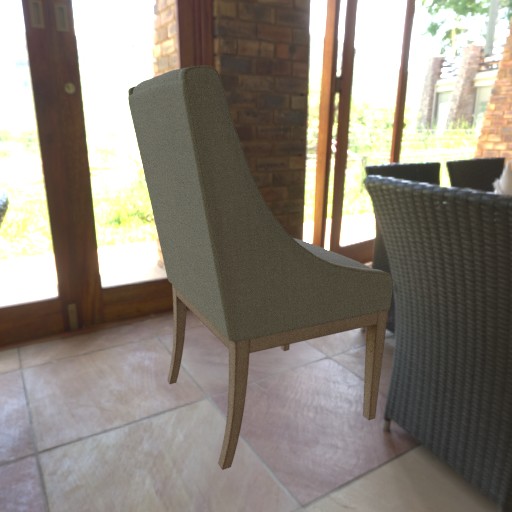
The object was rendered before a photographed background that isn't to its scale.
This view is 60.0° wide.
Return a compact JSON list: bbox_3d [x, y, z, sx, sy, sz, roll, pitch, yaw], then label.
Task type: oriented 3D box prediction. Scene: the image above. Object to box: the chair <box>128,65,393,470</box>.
[{"bbox_3d":[0.000,0.000,1.385,0.611,1.021,0.575,-8,18,-27],"label":"chair"}]
